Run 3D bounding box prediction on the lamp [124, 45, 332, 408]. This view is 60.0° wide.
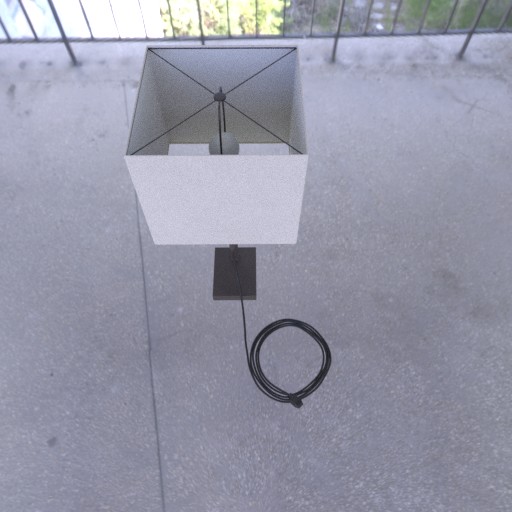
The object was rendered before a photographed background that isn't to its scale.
[{"bbox_3d":[0.000,0.000,0.962,0.399,0.660,0.504,0,58,0],"label":"lamp"}]
